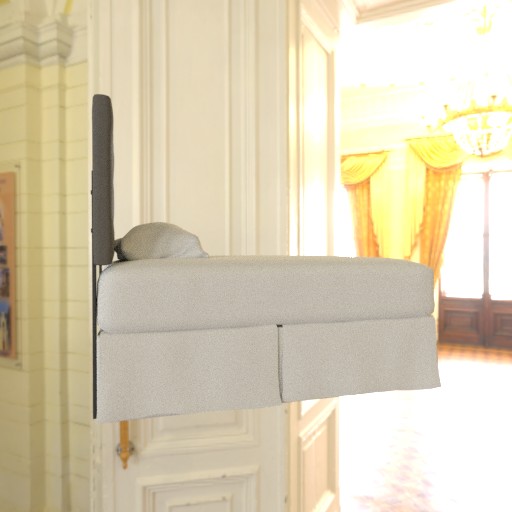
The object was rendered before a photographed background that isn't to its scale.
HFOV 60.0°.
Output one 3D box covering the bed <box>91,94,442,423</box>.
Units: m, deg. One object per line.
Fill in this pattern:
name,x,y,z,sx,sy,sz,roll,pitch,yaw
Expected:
bed,0.000,0.000,2.930,1.997,1.571,1.261,0,1,-18
